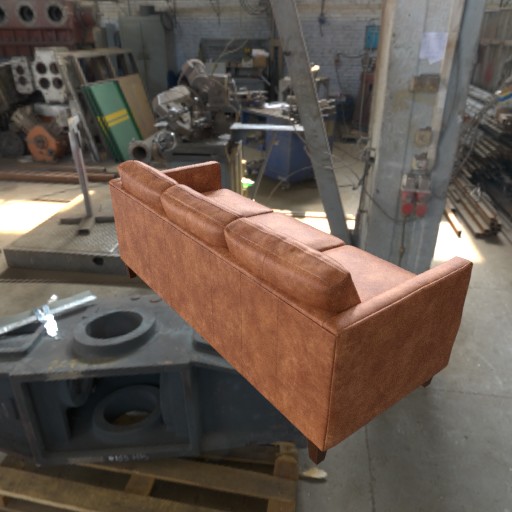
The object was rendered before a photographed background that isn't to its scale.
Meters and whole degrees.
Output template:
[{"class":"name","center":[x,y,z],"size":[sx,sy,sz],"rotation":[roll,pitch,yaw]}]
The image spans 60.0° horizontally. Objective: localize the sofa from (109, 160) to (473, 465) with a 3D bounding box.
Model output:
[{"class":"sofa","center":[0.000,0.000,2.971],"size":[1.045,1.006,2.464],"rotation":[-19,32,-32]}]
